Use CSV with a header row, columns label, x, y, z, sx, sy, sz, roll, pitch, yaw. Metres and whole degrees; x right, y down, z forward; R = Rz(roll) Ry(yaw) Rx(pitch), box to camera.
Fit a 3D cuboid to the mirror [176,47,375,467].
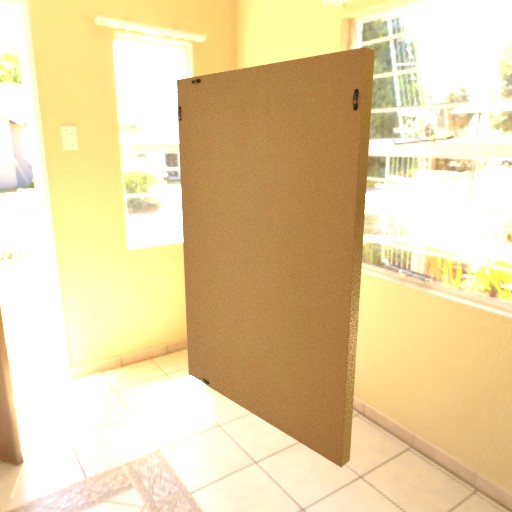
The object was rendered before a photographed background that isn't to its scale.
label,x,y,z,sx,sy,sz,roll,pitch,yaw
mirror,0.000,0.000,1.155,0.040,0.915,0.609,-14,20,-43
